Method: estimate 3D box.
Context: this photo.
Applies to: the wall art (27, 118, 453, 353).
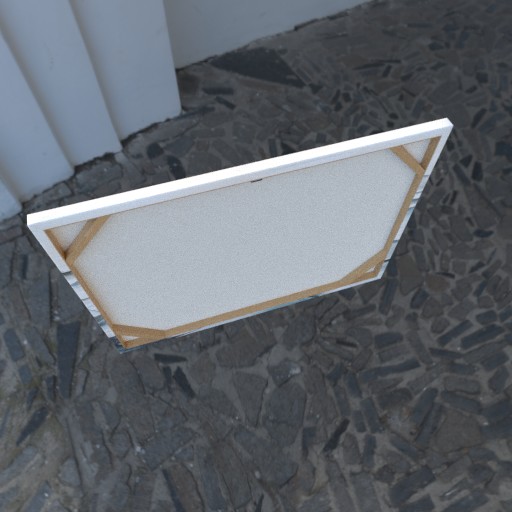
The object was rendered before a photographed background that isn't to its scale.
[{"bbox_3d":[0.000,0.000,1.608,1.219,0.915,0.039,-15,59,-9],"label":"wall art"}]
